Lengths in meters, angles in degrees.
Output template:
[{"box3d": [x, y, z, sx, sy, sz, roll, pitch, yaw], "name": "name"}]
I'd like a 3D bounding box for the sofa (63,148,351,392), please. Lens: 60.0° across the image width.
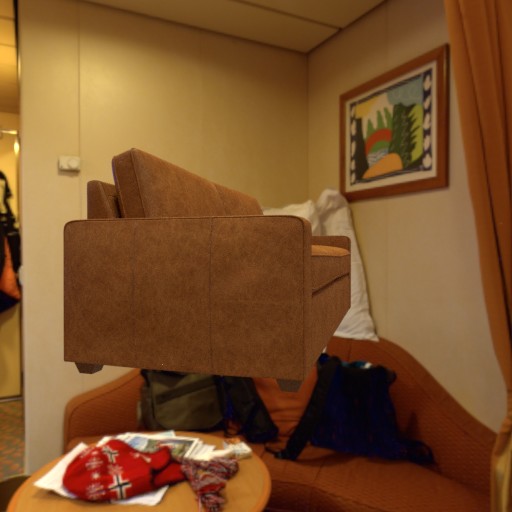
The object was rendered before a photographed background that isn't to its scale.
[{"box3d": [0.000, 0.000, 2.622, 0.991, 0.928, 2.156, 0, 1, 16], "name": "sofa"}]
